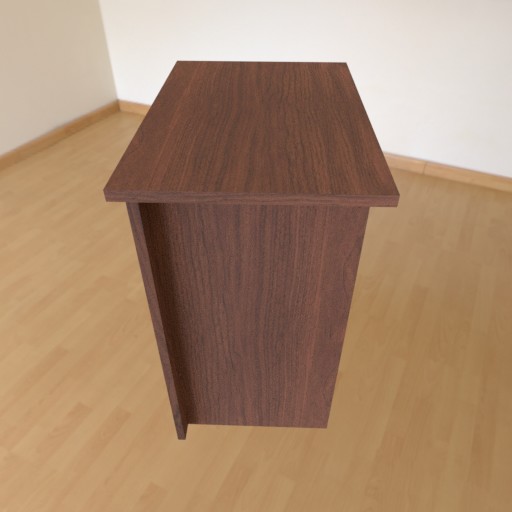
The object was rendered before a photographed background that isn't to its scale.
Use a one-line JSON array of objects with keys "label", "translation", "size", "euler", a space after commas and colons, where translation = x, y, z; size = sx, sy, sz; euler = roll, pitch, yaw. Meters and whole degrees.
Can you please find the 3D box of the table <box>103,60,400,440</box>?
[{"label": "table", "translation": [0.000, 0.000, 1.052], "size": [0.406, 0.711, 0.589], "euler": [1, 40, 2]}]
